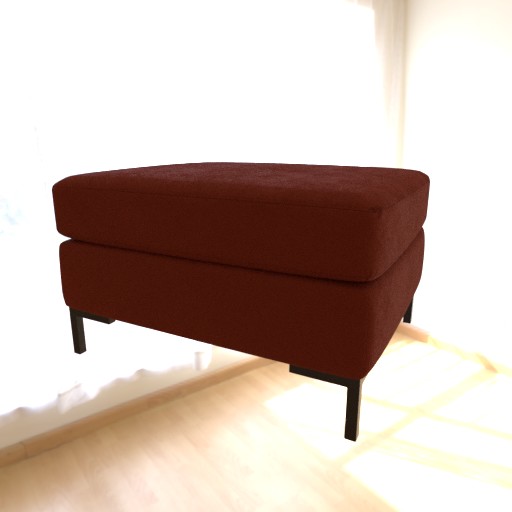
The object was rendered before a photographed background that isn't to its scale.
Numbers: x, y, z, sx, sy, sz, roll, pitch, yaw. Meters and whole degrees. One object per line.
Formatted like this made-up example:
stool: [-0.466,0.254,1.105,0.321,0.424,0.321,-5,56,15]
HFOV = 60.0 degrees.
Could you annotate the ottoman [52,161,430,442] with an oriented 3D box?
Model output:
ottoman: [0.000,0.000,1.172,0.782,0.462,0.650,8,17,27]
